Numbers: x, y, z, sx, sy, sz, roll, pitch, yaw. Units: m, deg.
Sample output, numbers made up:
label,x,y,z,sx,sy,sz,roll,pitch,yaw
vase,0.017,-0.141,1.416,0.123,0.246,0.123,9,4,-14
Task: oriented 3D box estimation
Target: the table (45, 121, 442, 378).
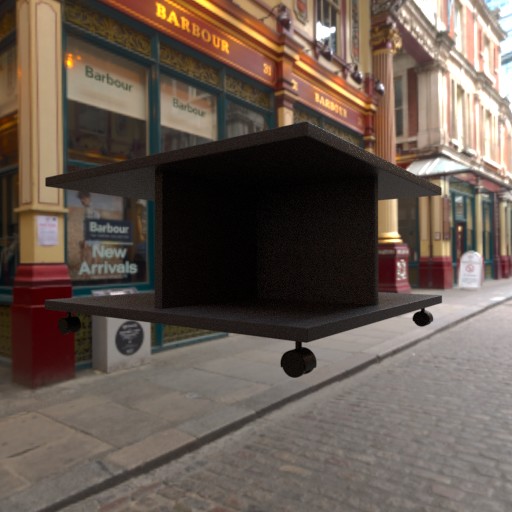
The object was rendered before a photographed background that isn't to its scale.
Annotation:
label,x,y,z,sx,sy,sz,roll,pitch,yaw
table,0.000,0.000,1.195,0.762,0.396,0.762,0,-1,37
